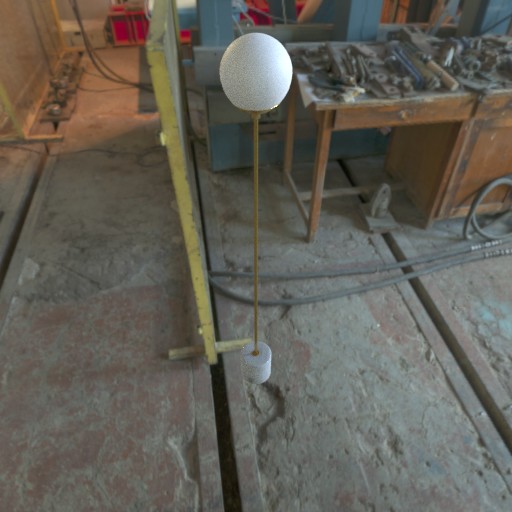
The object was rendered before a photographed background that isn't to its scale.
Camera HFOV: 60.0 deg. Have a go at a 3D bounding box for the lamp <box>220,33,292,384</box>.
[{"bbox_3d":[0.000,0.000,1.884,0.224,1.753,0.224,25,48,25],"label":"lamp"}]
